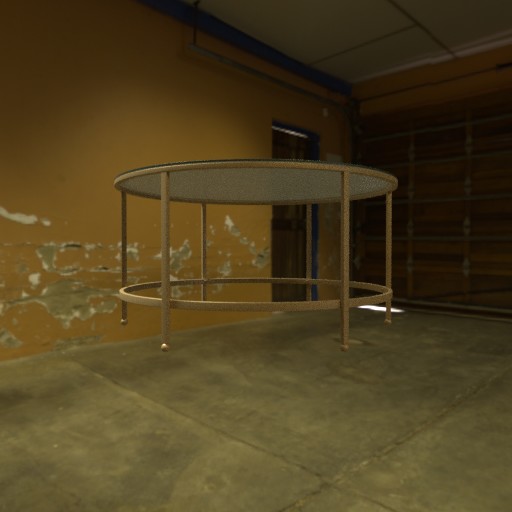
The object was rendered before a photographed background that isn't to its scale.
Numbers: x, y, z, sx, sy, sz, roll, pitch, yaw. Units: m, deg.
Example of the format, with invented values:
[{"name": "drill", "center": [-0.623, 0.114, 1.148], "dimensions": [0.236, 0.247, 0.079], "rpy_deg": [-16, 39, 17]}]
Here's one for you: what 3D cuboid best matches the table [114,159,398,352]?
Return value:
[{"name": "table", "center": [0.000, 0.000, 1.496], "dimensions": [0.914, 0.470, 0.914], "rpy_deg": [0, 1, 0]}]
